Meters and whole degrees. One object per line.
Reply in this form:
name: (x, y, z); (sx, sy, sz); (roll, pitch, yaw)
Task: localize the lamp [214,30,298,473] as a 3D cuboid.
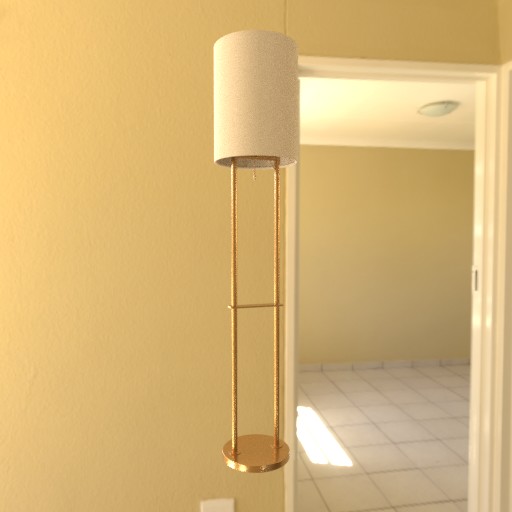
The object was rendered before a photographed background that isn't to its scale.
lamp: (0.000, 0.000, 1.636); (0.306, 1.500, 0.305); (-1, 2, -19)
